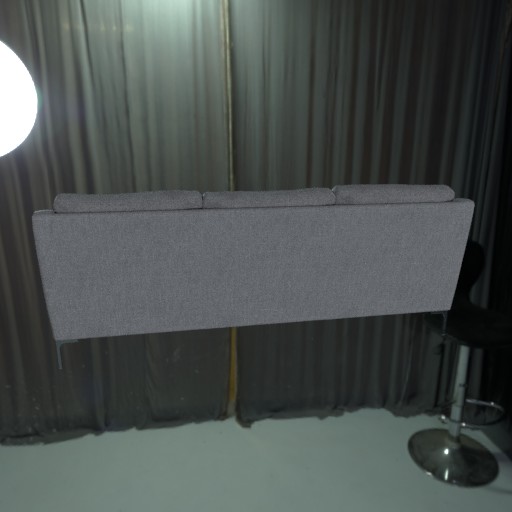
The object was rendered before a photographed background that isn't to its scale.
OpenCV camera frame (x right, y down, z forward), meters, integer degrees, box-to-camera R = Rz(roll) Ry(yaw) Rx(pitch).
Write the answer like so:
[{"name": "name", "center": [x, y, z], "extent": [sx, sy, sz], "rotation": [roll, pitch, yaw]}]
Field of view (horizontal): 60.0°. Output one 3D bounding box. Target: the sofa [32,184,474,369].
[{"name": "sofa", "center": [0.000, 0.000, 2.475], "extent": [2.060, 0.837, 0.849], "rotation": [-3, 15, -10]}]
